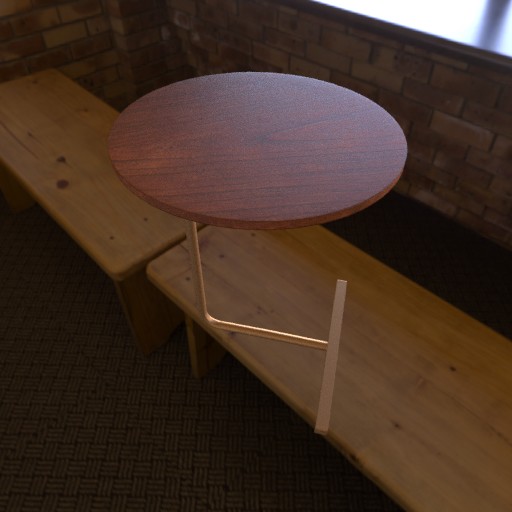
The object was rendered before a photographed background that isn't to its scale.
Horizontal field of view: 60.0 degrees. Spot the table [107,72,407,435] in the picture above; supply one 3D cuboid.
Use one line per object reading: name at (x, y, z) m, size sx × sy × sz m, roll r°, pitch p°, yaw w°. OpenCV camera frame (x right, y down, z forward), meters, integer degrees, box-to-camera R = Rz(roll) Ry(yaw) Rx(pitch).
table at (0.000, 0.000, 1.123) m, size 0.577 × 0.706 × 0.530 m, roll 10°, pitch 47°, yaw 9°
